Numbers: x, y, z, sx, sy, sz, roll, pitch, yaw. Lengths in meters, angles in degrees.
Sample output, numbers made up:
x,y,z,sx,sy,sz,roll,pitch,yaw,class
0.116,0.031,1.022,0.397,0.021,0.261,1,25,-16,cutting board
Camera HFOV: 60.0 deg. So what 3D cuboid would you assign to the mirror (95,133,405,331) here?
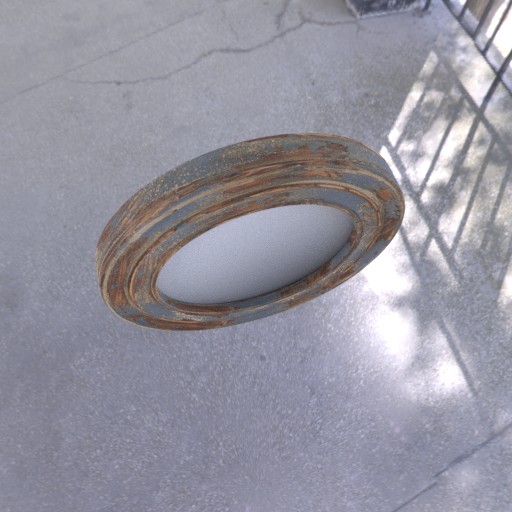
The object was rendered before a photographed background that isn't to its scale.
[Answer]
x,y,z,sx,sy,sz,roll,pitch,yaw,class
0.000,0.000,0.862,0.585,0.585,0.061,-15,63,-8,mirror
